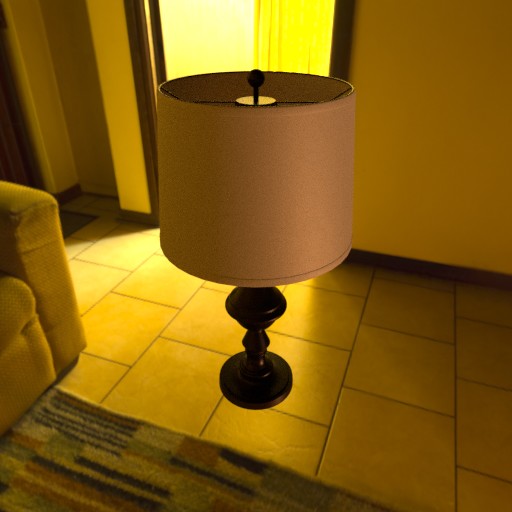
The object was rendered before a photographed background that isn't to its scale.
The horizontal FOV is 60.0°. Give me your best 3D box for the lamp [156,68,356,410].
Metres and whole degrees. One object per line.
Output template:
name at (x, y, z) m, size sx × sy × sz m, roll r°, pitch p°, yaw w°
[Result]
lamp at (0.000, 0.000, 0.924) m, size 0.383 × 0.726 × 0.383 m, roll 0°, pitch 31°, yaw 0°
